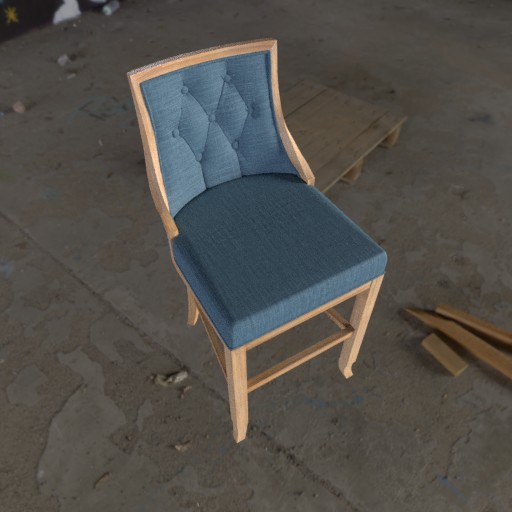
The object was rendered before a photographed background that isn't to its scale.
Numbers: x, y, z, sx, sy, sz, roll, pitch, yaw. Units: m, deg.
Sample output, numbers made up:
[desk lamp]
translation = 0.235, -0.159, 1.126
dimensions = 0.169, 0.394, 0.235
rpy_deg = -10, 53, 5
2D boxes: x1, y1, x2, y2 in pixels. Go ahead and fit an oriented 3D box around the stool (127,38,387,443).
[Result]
[stool]
translation = 0.000, 0.000, 1.443
dimensions = 0.524, 1.101, 0.626
rpy_deg = -23, 52, -20
